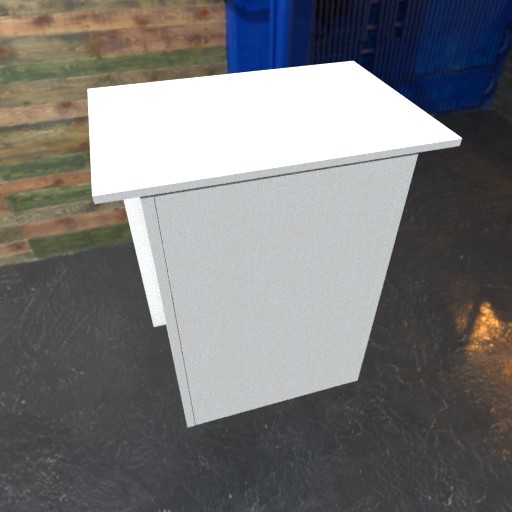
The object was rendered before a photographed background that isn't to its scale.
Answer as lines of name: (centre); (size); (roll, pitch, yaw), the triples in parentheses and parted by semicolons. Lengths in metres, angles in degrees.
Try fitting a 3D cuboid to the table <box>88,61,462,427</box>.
table: (0.000, 0.000, 1.050); (0.589, 0.711, 0.406); (-11, 43, -13)
